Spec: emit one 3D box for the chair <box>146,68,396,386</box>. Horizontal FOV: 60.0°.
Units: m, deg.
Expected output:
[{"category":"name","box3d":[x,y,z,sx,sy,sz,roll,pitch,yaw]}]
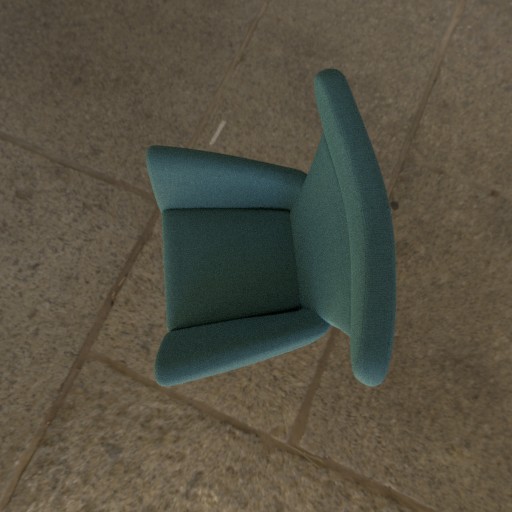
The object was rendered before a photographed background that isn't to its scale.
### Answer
[{"category":"chair","box3d":[0.000,0.000,1.808,0.900,0.980,1.050,-5,76,-1]}]
